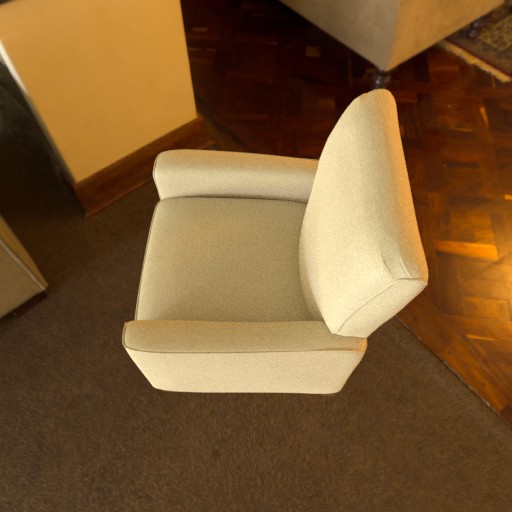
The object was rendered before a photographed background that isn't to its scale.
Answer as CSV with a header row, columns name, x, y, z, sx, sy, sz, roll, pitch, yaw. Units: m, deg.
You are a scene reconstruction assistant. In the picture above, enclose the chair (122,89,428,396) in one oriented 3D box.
name,x,y,z,sx,sy,sz,roll,pitch,yaw
chair,0.000,0.000,1.625,0.858,1.023,0.841,1,59,1
